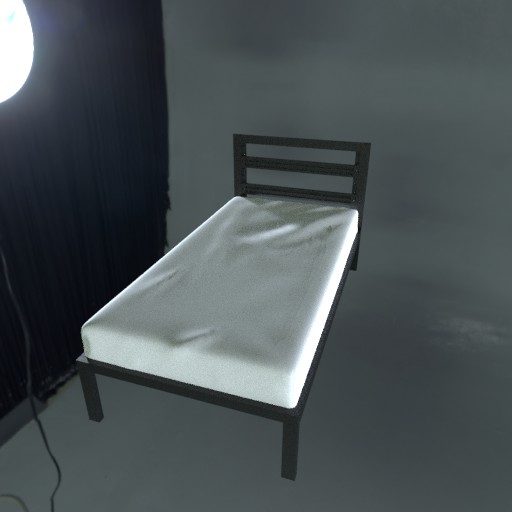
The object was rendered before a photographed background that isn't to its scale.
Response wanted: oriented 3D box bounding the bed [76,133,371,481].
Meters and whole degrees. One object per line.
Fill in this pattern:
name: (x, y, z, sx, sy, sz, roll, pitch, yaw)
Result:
bed: (0.000, 0.000, 2.539, 0.991, 0.967, 1.930, 9, 28, 17)
